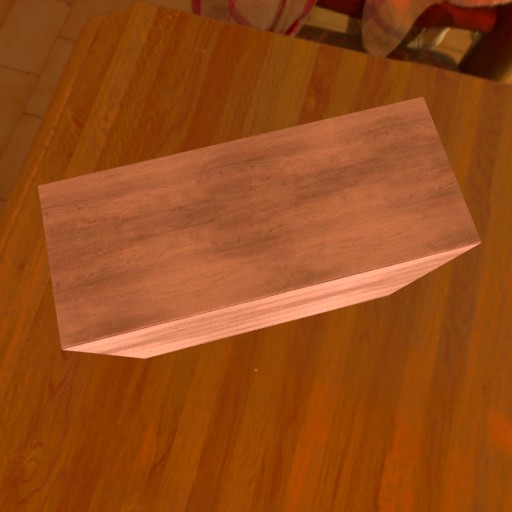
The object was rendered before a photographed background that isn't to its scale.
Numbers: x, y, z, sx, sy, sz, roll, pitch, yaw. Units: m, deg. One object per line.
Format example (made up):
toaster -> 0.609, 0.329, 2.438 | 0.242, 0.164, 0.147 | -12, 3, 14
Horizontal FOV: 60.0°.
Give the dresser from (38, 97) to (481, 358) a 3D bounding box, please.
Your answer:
dresser -> 0.000, 0.000, 1.456 | 0.994, 0.816, 0.404 | -14, 76, -4
